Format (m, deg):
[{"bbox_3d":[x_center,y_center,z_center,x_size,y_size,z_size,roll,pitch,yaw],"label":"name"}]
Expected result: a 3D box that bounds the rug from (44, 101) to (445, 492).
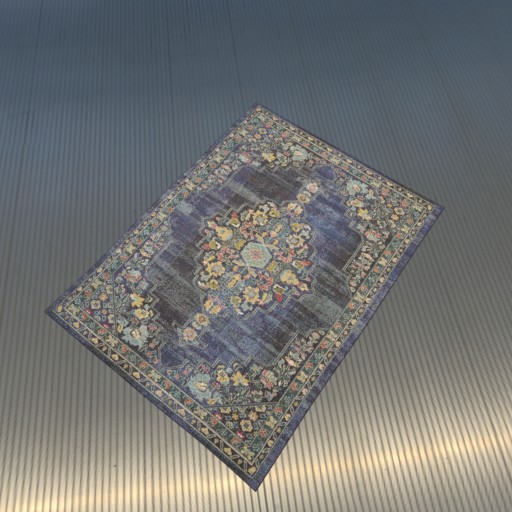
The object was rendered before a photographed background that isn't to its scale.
[{"bbox_3d":[0.000,0.000,4.798,2.716,0.035,3.612,34,69,15],"label":"rug"}]
